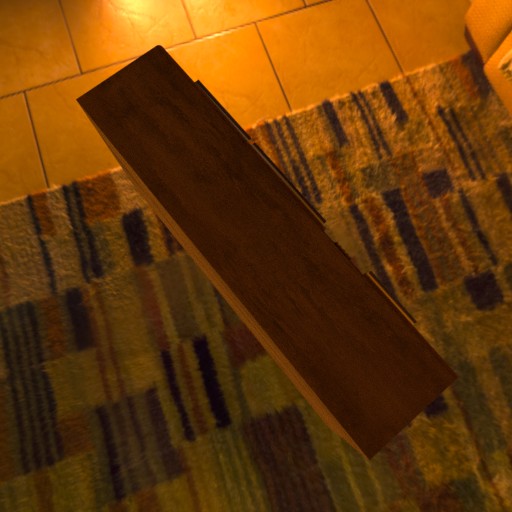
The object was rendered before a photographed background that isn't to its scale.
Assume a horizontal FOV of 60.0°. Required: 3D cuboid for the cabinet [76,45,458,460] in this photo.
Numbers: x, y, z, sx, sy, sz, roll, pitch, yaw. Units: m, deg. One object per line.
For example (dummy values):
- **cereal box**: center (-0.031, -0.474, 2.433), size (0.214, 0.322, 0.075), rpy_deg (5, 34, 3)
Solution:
- **cabinet**: center (0.000, 0.000, 1.963), size (0.420, 0.900, 1.600), rpy_deg (-38, 79, -9)
